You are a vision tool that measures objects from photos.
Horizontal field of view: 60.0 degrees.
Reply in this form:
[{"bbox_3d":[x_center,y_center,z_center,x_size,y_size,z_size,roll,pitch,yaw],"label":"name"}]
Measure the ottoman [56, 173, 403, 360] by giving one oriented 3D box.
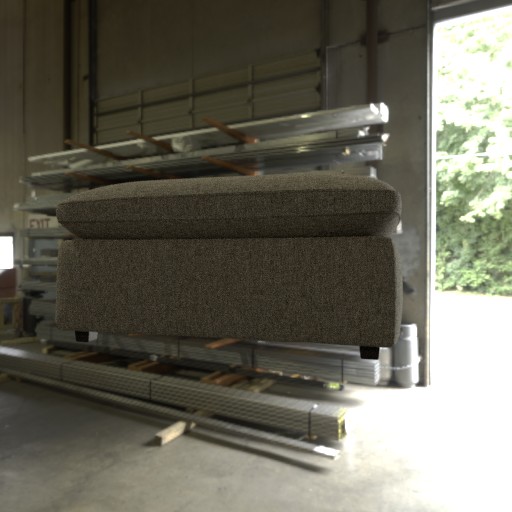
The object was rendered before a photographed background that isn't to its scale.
[{"bbox_3d":[0.000,0.000,1.676,1.035,0.526,1.039,0,0,16],"label":"ottoman"}]
